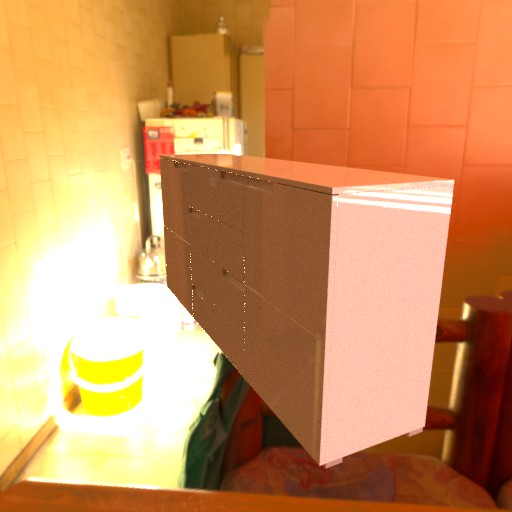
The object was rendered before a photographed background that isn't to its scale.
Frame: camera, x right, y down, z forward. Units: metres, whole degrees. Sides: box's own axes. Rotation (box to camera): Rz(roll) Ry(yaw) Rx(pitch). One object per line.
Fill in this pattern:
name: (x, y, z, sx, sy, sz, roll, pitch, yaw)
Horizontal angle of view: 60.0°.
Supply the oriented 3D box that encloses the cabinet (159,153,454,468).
cabinet: (0.000, 0.000, 1.944, 0.400, 0.800, 1.650, -7, 17, -25)
